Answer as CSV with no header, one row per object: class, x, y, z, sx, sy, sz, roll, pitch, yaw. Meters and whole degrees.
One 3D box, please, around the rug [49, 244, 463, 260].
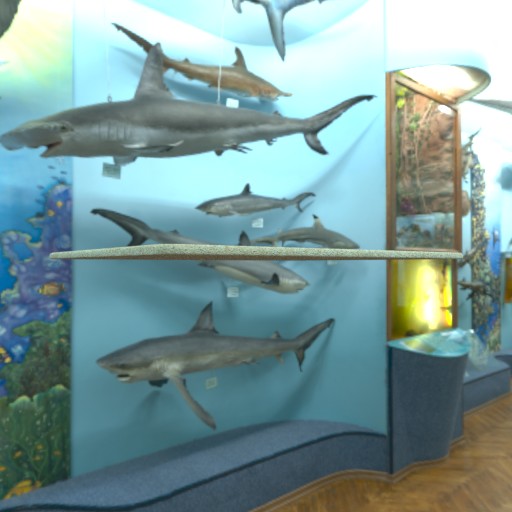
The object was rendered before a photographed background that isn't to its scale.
rug,0.000,0.000,3.394,2.528,0.048,2.009,1,-1,-38
